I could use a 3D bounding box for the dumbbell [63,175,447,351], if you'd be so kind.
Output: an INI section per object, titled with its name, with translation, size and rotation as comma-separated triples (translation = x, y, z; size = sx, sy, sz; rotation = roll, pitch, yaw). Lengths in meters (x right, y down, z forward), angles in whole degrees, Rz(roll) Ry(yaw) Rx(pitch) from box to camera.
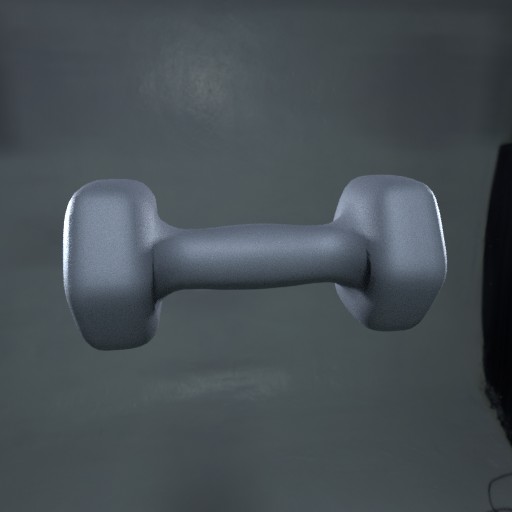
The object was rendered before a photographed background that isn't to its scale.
[dumbbell]
translation = 0.000, 0.000, 0.305
size = 0.240, 0.105, 0.116
rotation = -2, 16, -7
